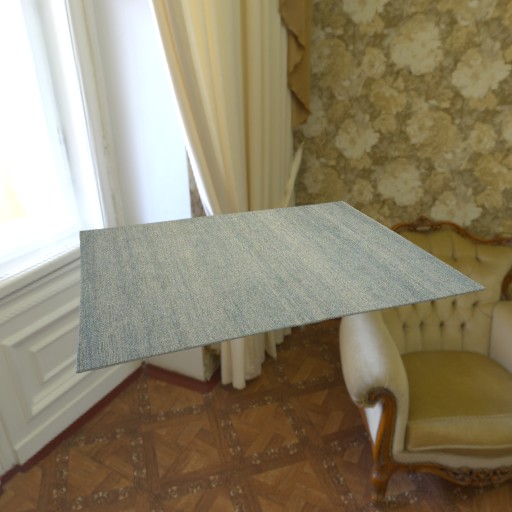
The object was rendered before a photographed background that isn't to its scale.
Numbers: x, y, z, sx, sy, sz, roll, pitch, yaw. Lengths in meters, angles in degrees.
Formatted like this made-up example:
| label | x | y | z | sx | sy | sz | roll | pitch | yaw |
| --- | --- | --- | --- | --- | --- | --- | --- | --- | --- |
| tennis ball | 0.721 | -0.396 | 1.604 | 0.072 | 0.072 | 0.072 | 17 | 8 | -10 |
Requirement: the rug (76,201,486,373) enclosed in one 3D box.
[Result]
| label | x | y | z | sx | sy | sz | roll | pitch | yaw |
| --- | --- | --- | --- | --- | --- | --- | --- | --- | --- |
| rug | 0.000 | 0.000 | 4.260 | 3.237 | 0.046 | 2.461 | -8 | 26 | -17 |
